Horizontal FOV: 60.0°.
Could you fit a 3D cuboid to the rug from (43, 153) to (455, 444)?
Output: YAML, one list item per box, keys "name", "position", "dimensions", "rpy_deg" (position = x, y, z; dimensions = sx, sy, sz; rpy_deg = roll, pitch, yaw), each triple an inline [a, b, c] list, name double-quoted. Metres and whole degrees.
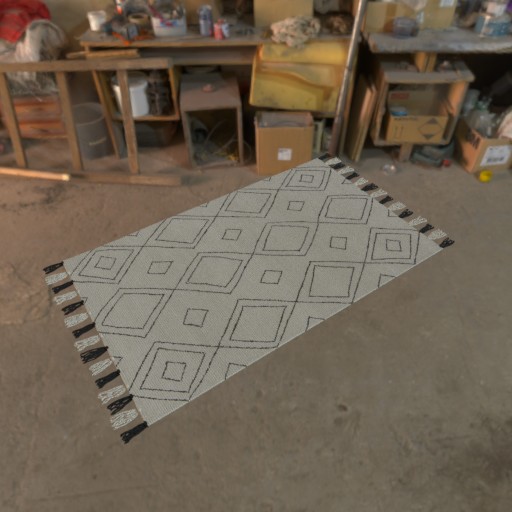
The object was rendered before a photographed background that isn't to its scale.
- name: "rug"
  position: [0.000, 0.000, 3.311]
  dimensions: [2.755, 0.021, 1.524]
  rpy_deg: [-26, 51, -23]
